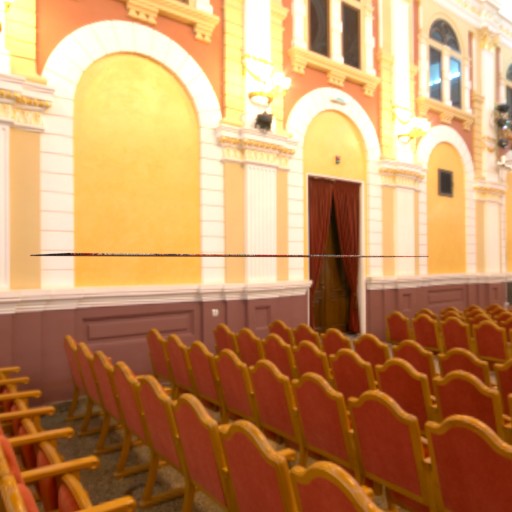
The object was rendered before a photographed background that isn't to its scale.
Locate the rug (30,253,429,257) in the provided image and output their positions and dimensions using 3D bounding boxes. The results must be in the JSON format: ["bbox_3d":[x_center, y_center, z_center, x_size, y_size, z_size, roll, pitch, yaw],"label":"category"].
[{"bbox_3d":[0.000,0.000,2.702,2.362,0.008,0.832,0,-1,-36],"label":"rug"}]
